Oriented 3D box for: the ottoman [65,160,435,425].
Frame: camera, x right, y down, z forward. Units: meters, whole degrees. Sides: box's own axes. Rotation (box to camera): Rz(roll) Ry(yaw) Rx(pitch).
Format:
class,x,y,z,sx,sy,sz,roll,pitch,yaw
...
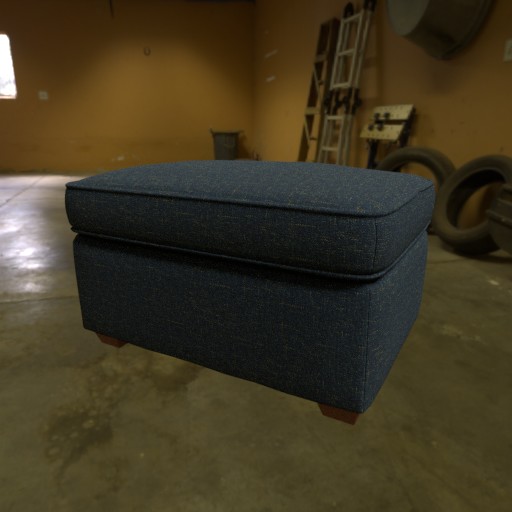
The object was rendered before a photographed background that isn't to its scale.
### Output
class,x,y,z,sx,sy,sz,roll,pitch,yaw
ottoman,0.000,0.000,1.097,0.749,0.450,0.549,9,19,28
